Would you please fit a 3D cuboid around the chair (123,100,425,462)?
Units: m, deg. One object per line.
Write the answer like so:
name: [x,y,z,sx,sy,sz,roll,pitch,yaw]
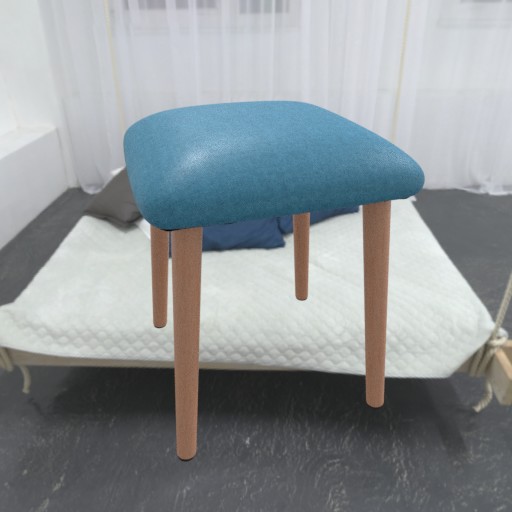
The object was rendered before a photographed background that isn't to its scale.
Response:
chair: [0.000,0.000,0.718,0.360,0.450,0.360,-9,32,-15]
